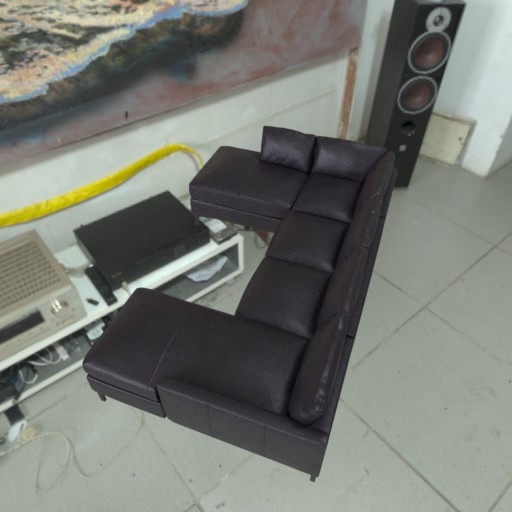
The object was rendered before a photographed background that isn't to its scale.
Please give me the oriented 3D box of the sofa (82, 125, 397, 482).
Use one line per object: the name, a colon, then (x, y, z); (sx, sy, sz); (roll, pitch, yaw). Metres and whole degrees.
sofa: (0.000, 0.000, 3.802); (1.939, 0.900, 2.956); (15, 46, 14)
